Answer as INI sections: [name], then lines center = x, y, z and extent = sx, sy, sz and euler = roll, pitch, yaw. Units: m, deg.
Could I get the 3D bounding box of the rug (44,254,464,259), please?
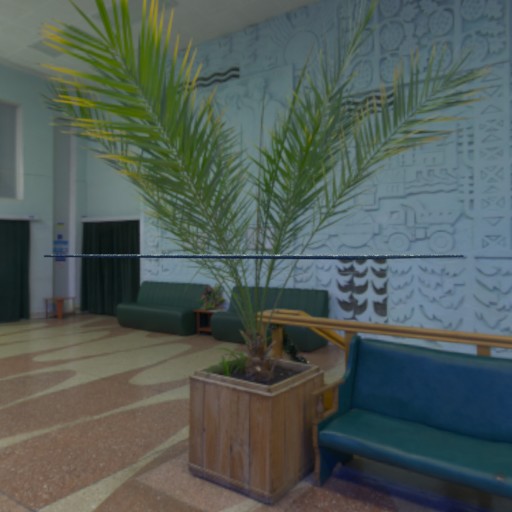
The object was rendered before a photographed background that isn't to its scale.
[rug]
center = 0.000, 0.000, 3.864
extent = 2.881, 0.020, 2.270
euler = 0, 0, 37
